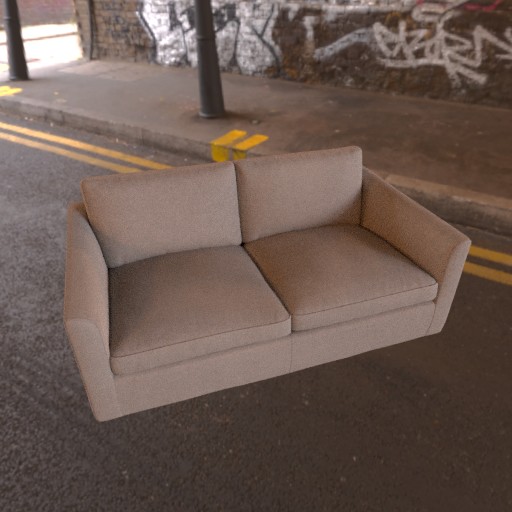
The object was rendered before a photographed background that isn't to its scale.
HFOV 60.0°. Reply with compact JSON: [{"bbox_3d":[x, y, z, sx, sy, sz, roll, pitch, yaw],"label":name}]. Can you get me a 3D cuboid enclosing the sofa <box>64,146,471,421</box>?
[{"bbox_3d":[0.000,0.000,2.463,1.905,0.839,1.091,-10,34,-16],"label":"sofa"}]
